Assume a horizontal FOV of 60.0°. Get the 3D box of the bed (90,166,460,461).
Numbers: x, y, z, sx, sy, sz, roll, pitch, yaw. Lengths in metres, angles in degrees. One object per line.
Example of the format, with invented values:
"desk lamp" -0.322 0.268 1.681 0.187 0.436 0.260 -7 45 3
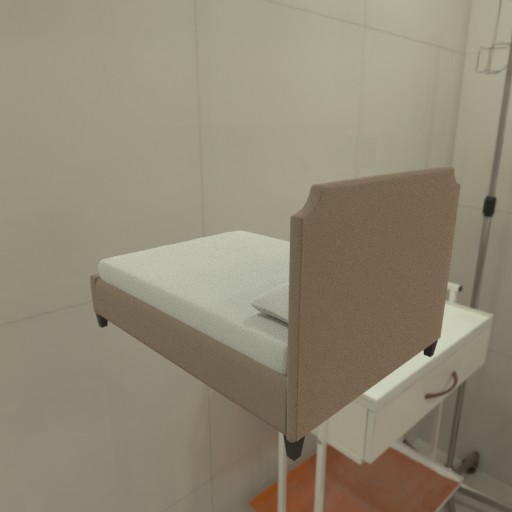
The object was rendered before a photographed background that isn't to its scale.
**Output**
"bed" 0.000 0.000 3.451 1.713 1.443 2.372 -15 22 -42
